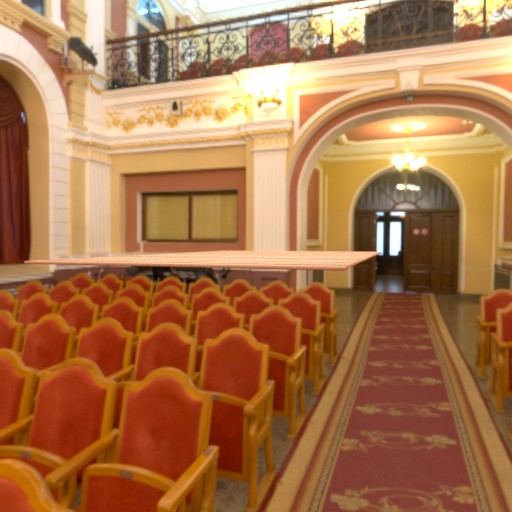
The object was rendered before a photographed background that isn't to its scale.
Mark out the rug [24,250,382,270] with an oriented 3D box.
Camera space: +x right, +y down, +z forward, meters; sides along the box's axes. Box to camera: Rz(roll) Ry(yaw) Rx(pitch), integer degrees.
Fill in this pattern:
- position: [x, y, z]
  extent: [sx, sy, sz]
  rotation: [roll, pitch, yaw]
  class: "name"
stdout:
- position: [0.000, 0.000, 3.028]
  extent: [1.523, 0.014, 2.438]
  rotation: [1, 2, 19]
  class: "rug"
